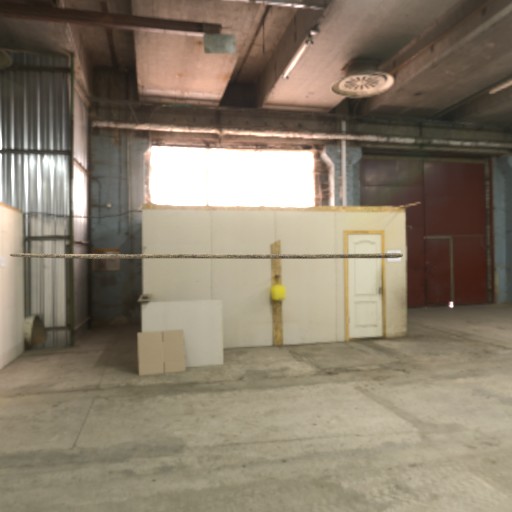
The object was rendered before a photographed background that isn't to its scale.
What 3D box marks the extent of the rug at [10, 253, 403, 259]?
[{"bbox_3d":[0.000,0.000,4.081,2.414,0.036,3.199,0,0,15],"label":"rug"}]
